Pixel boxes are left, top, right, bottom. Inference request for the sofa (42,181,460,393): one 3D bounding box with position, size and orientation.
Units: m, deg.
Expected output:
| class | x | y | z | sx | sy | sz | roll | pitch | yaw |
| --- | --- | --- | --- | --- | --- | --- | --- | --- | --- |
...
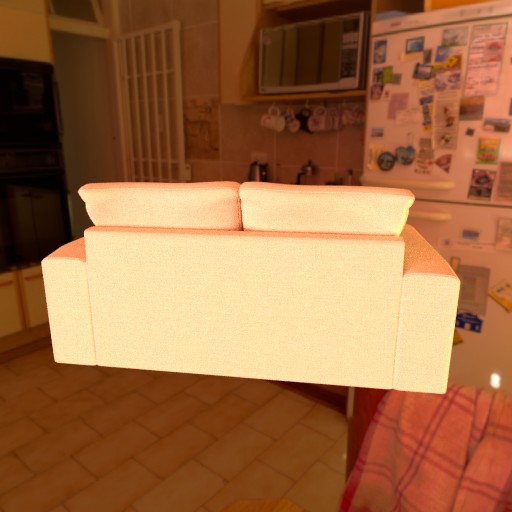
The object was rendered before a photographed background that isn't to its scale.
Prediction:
| class | x | y | z | sx | sy | sz | roll | pitch | yaw |
| --- | --- | --- | --- | --- | --- | --- | --- | --- | --- |
| sofa | 0.000 | 0.000 | 2.363 | 1.754 | 0.875 | 1.091 | 2 | 16 | 8 |
